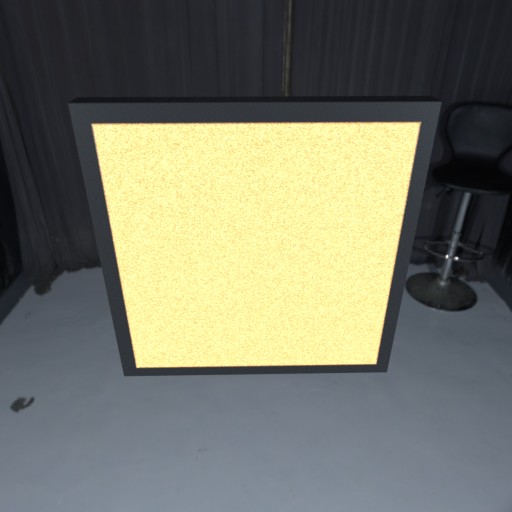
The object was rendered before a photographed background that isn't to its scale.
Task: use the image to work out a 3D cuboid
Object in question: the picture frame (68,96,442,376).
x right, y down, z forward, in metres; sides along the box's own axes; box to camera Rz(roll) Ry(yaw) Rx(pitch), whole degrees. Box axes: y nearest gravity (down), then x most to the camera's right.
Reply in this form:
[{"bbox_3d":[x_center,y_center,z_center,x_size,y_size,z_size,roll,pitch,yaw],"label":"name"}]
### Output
[{"bbox_3d":[0.000,0.000,0.521,0.355,0.353,0.029,-1,30,-1],"label":"picture frame"}]
